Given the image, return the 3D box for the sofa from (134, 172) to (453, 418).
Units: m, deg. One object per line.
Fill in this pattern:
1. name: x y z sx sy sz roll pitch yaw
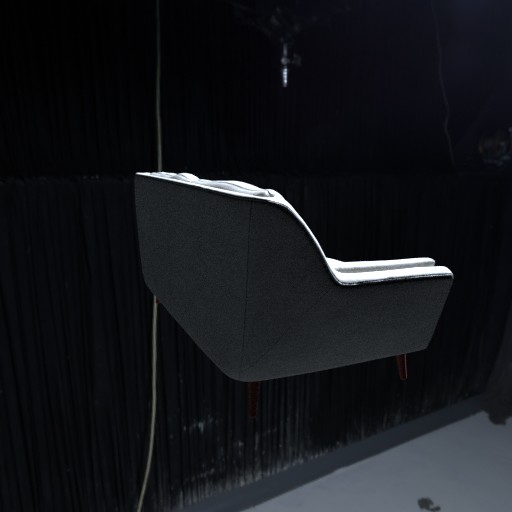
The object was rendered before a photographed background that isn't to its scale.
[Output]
1. sofa: 0.000 0.000 2.462 0.976 0.897 1.930 -7 15 -26
